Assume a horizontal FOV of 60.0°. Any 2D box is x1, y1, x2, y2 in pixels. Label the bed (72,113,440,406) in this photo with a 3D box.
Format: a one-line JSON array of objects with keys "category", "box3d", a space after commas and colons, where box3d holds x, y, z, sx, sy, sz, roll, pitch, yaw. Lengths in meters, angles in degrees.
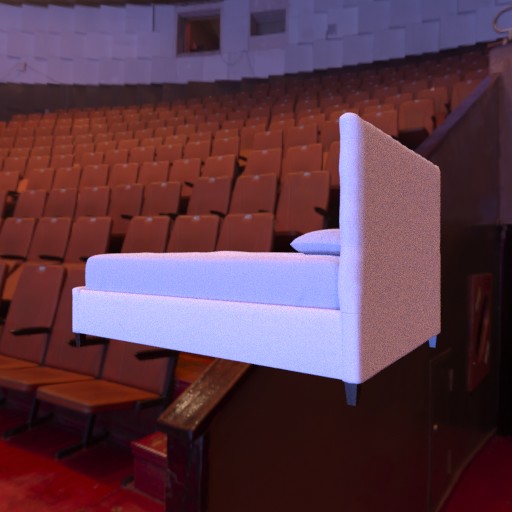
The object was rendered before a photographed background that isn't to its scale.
[{"category": "bed", "box3d": [0.000, 0.000, 3.483, 2.387, 1.427, 1.698, 1, 1, 35]}]
